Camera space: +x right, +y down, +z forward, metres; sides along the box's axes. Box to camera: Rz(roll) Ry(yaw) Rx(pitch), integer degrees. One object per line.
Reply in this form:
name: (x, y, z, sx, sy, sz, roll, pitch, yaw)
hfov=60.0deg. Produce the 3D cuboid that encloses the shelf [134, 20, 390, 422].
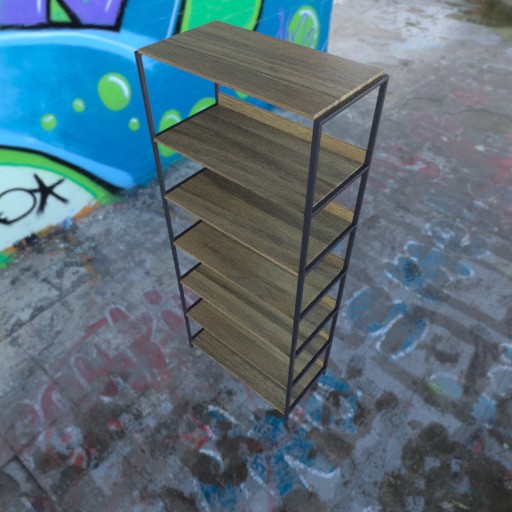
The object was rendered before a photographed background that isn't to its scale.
shelf: (0.000, 0.000, 2.311, 0.847, 2.015, 0.431, 31, 53, 27)
